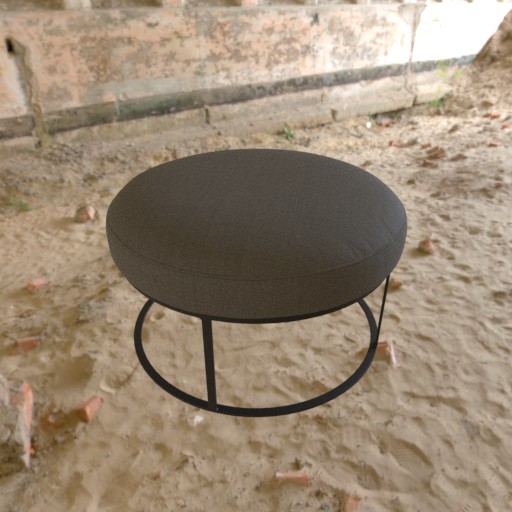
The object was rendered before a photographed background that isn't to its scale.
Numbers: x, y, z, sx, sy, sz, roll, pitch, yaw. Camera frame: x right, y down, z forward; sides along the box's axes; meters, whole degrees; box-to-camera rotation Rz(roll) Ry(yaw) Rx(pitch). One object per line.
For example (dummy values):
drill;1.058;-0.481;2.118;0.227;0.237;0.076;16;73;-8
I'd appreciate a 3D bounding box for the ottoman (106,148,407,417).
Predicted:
ottoman;0.000;0.000;1.249;0.772;0.460;0.772;0;30;0
